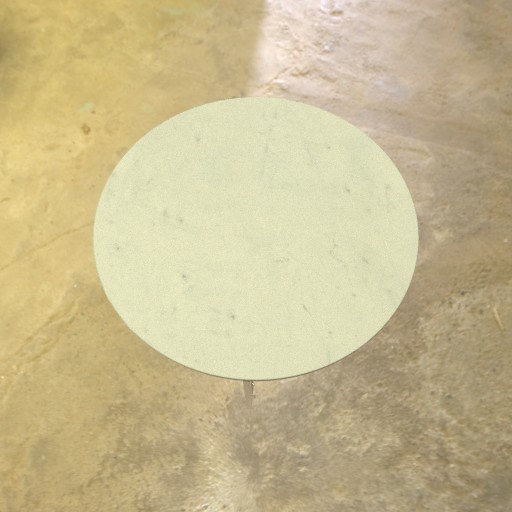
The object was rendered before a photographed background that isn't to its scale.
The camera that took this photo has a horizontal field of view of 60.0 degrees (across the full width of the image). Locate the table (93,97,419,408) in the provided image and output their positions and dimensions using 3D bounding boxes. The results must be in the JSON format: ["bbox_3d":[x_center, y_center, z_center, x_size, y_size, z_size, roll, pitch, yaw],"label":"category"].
[{"bbox_3d":[0.000,0.000,1.302,0.800,0.450,0.800,0,64,0],"label":"table"}]
